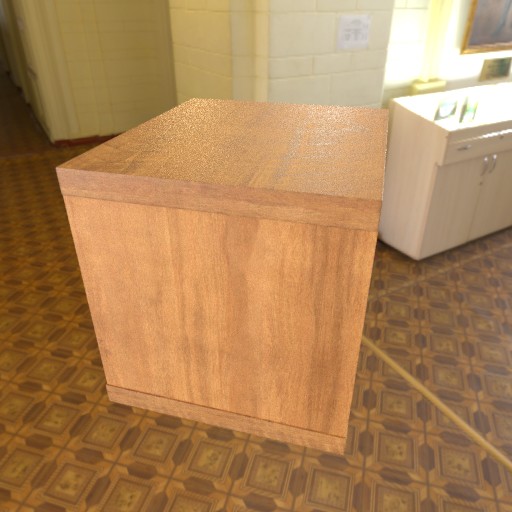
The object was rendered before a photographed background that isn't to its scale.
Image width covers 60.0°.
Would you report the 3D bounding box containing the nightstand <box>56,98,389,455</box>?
[{"bbox_3d":[0.000,0.000,0.880,0.436,0.491,0.493,8,31,13],"label":"nightstand"}]
